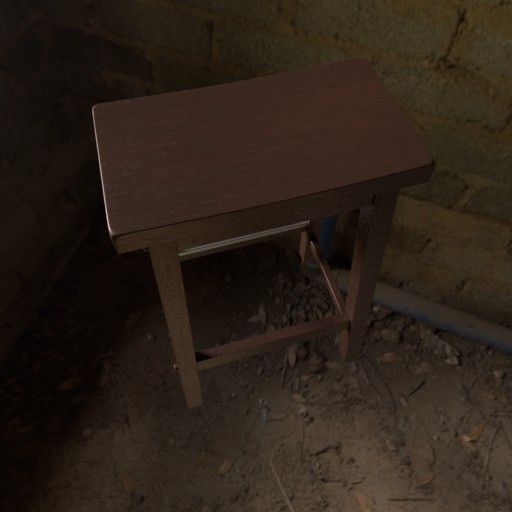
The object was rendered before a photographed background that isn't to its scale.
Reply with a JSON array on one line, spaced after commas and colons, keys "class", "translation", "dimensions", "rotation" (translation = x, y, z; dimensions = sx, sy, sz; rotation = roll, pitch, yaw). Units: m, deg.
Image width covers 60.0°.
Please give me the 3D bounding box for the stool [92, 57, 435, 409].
[{"class": "stool", "translation": [0.000, 0.000, 0.837], "dimensions": [0.406, 0.610, 0.322], "rotation": [-14, 59, -8]}]
